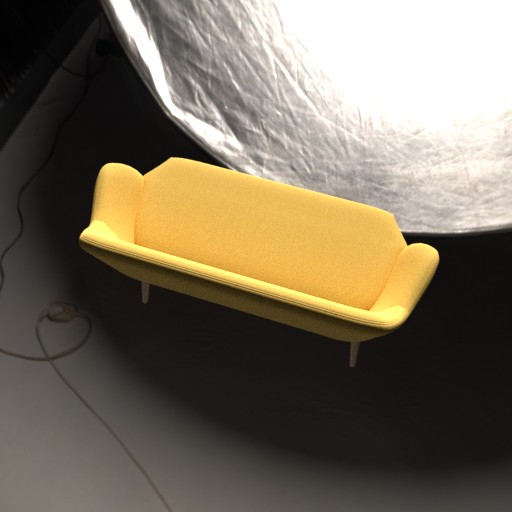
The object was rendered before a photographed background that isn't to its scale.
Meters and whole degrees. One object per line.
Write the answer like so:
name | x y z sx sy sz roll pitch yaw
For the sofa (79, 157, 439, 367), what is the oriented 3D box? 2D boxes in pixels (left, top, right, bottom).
sofa | 0.000 0.000 1.609 1.150 0.840 0.610 16 65 7
